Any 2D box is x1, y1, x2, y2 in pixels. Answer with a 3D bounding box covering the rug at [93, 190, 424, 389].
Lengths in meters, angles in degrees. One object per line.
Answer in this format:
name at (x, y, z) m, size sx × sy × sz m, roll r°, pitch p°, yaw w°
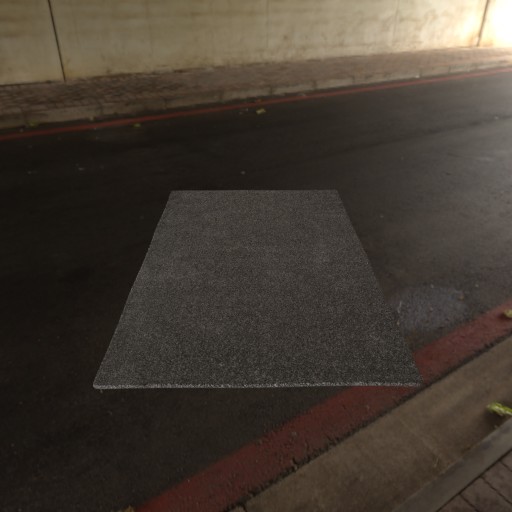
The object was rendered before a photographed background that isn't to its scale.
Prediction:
rug at (0.000, 0.000, 3.017) m, size 1.502 × 0.025 × 2.350 m, roll 0°, pitch 30°, yaw -1°
